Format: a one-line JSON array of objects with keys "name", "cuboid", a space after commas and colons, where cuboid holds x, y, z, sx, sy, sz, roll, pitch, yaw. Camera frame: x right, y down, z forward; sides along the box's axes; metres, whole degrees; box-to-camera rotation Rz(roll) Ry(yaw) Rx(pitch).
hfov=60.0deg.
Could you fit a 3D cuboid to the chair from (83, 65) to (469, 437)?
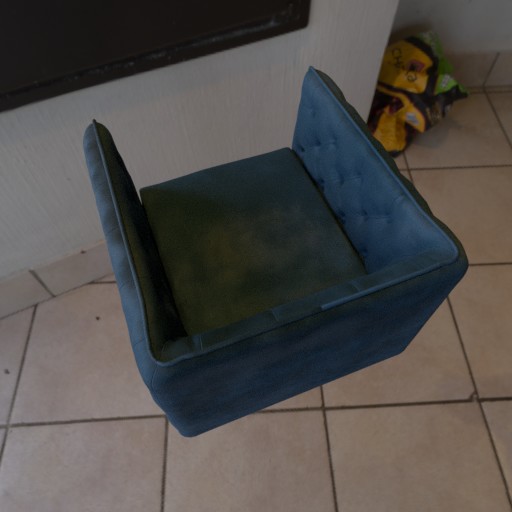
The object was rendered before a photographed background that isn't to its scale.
[{"name": "chair", "cuboid": [0.000, 0.000, 1.523, 0.868, 0.771, 0.877, -18, 59, -11]}]
